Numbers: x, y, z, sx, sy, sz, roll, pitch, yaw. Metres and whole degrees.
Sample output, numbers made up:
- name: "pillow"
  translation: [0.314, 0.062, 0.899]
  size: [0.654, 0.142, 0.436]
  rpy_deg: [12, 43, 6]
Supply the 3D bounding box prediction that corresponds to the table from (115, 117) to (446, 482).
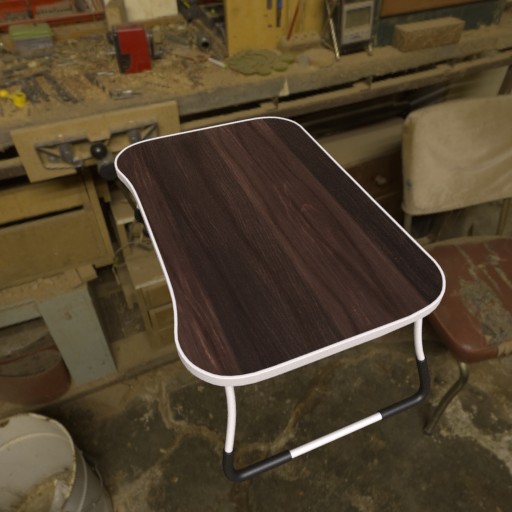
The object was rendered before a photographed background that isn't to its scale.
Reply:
- name: "table"
  translation: [0.000, 0.000, 0.839]
  size: [0.400, 0.232, 0.660]
  rpy_deg: [-16, 47, -16]
